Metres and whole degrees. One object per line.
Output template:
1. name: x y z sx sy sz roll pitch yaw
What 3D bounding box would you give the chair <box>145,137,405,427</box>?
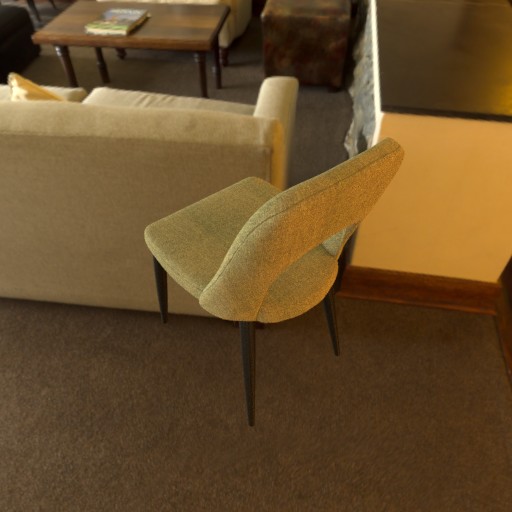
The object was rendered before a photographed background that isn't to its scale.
1. chair: 0.000 0.000 1.311 0.470 0.931 0.612 -30 53 -27
